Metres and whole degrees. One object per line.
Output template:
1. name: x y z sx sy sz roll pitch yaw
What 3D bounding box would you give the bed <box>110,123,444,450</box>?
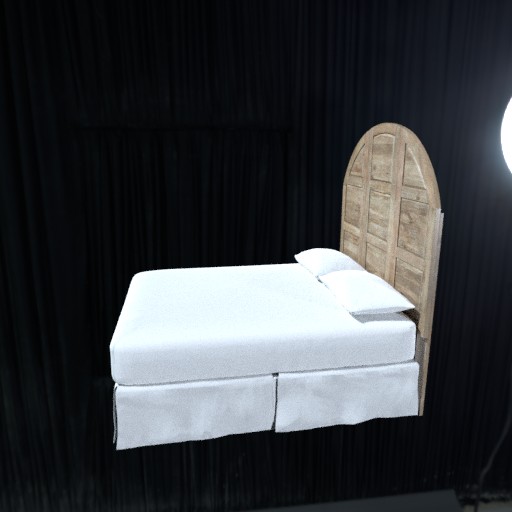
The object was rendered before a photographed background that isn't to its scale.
1. bed: 0.000 0.000 3.456 2.112 2.002 1.713 -2 15 -9
